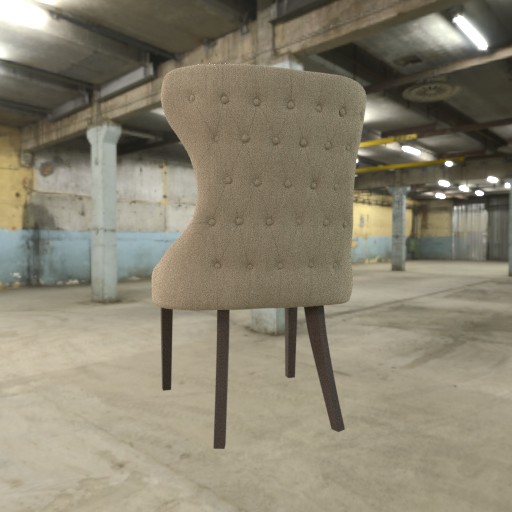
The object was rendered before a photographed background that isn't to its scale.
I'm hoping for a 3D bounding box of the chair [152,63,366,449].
[{"bbox_3d":[0.000,0.000,1.391,0.628,0.967,0.635,0,1,-18],"label":"chair"}]
